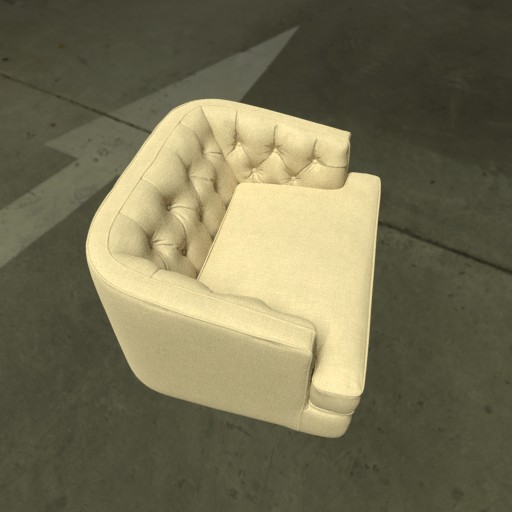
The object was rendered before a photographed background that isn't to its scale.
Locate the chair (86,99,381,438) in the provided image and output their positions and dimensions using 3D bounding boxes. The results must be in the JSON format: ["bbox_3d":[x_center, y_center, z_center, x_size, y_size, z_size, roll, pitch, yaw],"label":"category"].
[{"bbox_3d":[0.000,0.000,1.770,0.914,0.787,1.118,10,49,9],"label":"chair"}]
